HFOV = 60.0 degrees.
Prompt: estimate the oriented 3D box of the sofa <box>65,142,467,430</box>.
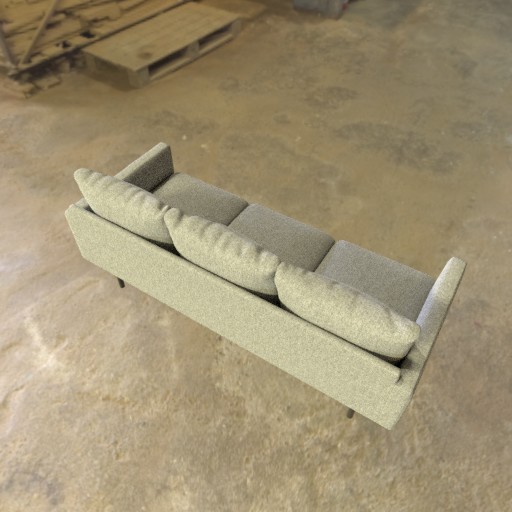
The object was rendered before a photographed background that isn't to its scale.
[{"bbox_3d":[0.000,0.000,2.452,2.000,0.830,0.850,25,52,21],"label":"sofa"}]
